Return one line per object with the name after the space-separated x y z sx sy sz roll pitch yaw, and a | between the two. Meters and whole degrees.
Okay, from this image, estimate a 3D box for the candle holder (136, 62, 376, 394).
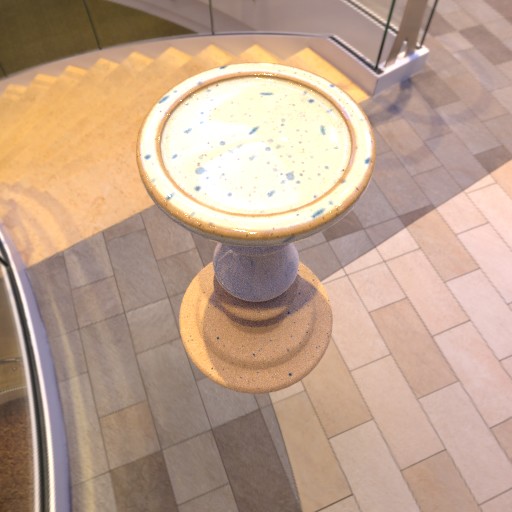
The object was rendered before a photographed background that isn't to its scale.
0.000 0.000 0.277 0.123 0.202 0.123 0 59 0 | candle holder
